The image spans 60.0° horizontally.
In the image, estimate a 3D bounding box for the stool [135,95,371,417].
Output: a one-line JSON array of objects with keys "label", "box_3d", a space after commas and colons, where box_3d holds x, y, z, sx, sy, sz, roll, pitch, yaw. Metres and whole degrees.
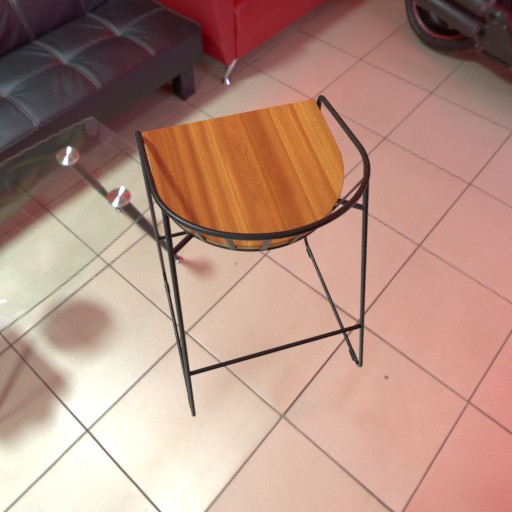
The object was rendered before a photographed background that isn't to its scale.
[{"label": "stool", "box_3d": [0.000, 0.000, 1.160, 0.546, 0.812, 0.521, -14, 59, -9]}]
